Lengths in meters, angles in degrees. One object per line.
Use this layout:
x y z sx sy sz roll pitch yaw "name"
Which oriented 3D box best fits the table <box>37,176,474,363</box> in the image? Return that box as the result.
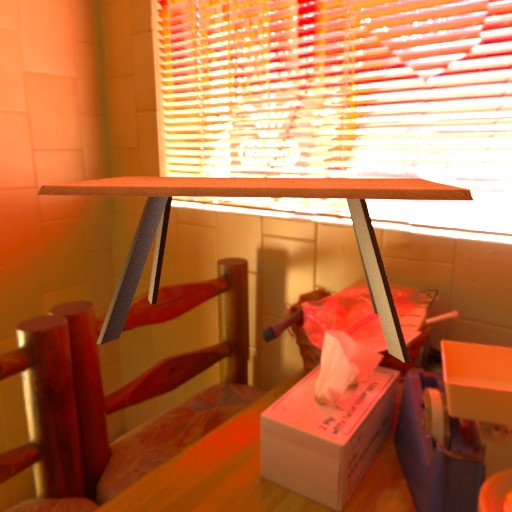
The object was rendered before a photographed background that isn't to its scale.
0.000 0.000 2.320 1.800 0.770 0.900 2 13 7 "table"
